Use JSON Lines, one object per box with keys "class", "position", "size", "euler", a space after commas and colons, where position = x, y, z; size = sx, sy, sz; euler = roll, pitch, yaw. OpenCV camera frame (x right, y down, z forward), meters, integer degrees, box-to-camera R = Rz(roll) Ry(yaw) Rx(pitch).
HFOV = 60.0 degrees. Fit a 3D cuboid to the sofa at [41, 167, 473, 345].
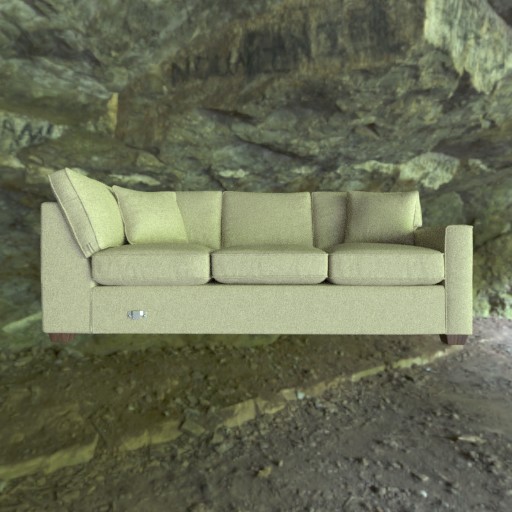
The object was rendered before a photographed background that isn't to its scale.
{"class": "sofa", "position": [0.000, 0.000, 2.834], "size": [2.323, 0.948, 1.053], "euler": [0, 0, 1]}
